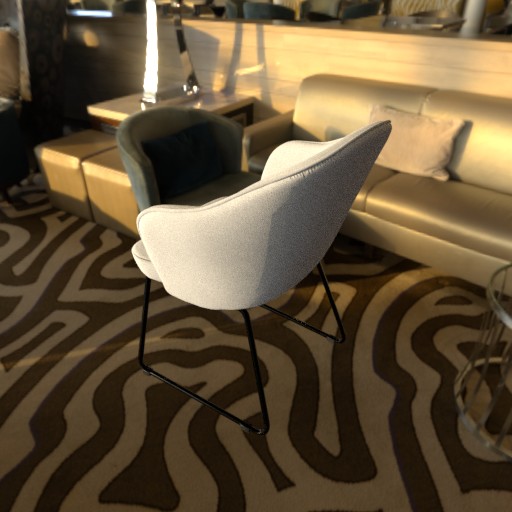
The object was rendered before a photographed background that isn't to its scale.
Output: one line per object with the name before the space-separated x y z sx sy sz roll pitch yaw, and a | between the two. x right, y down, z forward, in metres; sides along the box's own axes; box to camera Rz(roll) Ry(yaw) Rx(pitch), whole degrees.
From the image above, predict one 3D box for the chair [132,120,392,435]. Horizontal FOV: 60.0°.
chair | 0.000 0.000 1.221 0.592 0.817 0.570 21 38 30
